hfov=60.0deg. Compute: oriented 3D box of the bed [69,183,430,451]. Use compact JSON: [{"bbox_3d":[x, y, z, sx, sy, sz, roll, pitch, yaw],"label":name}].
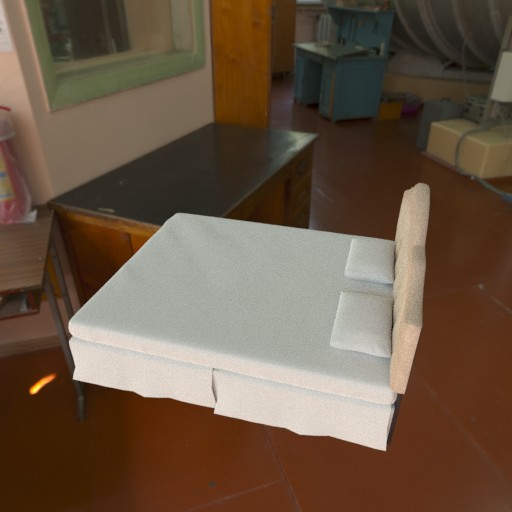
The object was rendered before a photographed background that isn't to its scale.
[{"bbox_3d":[0.000,0.000,2.942,1.970,1.194,1.667,9,33,14],"label":"bed"}]
